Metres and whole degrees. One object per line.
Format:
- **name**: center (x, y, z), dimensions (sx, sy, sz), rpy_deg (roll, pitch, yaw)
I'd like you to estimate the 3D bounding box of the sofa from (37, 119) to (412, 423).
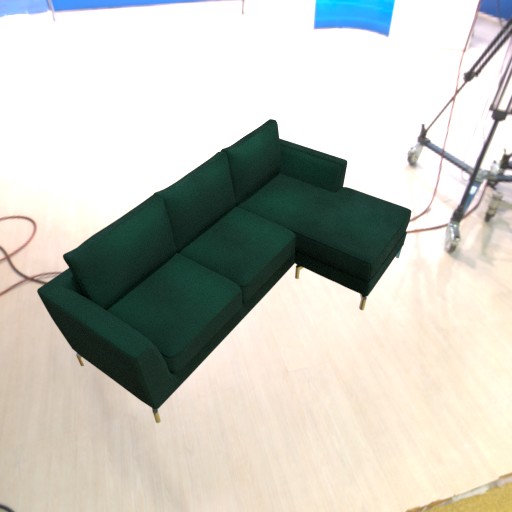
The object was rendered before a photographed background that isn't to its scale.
- **sofa**: center (0.000, 0.000, 3.204), dimensions (1.489, 1.007, 2.441), rpy_deg (25, 48, 25)
